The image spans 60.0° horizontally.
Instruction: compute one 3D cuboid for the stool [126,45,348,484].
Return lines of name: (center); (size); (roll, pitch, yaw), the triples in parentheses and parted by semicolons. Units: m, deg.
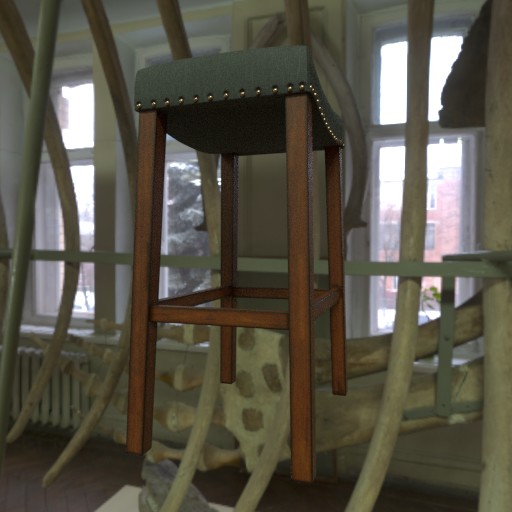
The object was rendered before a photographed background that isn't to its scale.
stool: (0.000, 0.000, 1.032); (0.366, 0.760, 0.502); (0, 1, 18)
